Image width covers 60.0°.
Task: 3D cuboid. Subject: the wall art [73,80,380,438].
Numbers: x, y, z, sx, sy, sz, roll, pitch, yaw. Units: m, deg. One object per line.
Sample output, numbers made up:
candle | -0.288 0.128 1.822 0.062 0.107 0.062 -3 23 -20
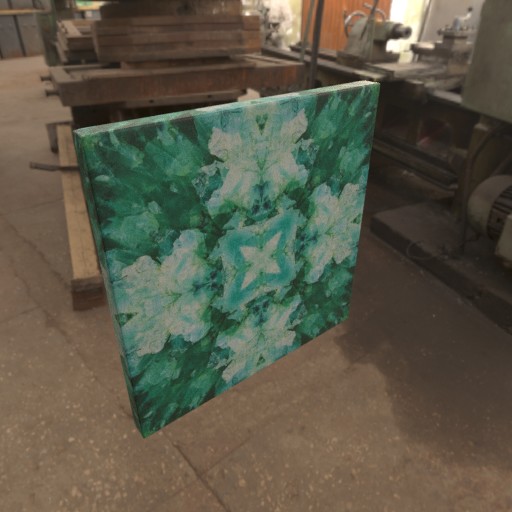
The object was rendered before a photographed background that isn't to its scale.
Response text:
wall art | 0.000 0.000 0.754 0.507 0.508 0.038 -22 38 -32
